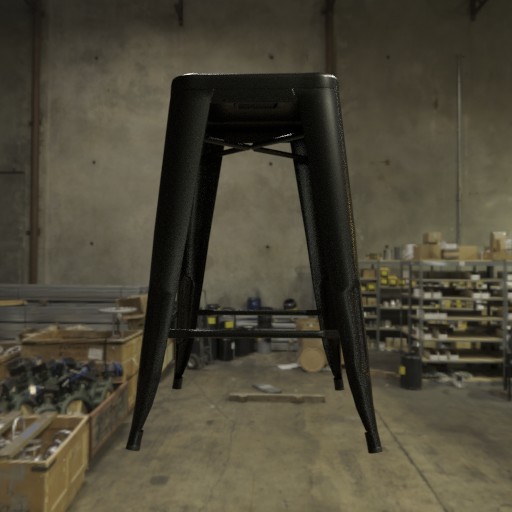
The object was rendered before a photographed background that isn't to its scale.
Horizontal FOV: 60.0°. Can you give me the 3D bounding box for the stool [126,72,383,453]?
[{"bbox_3d":[0.000,0.000,0.858,0.399,0.609,0.359,0,-1,1],"label":"stool"}]
